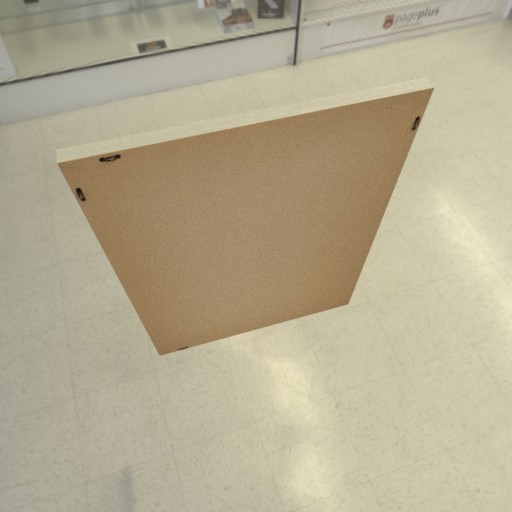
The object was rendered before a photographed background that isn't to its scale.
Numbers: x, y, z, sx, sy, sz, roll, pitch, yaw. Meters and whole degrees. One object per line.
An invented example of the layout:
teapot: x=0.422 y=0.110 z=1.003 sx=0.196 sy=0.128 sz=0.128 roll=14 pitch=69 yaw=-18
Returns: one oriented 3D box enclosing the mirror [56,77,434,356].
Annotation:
mirror: x=0.000 y=0.000 z=1.298 sx=0.762 sy=1.016 sz=0.040 roll=-14 pitch=59 yaw=-9
